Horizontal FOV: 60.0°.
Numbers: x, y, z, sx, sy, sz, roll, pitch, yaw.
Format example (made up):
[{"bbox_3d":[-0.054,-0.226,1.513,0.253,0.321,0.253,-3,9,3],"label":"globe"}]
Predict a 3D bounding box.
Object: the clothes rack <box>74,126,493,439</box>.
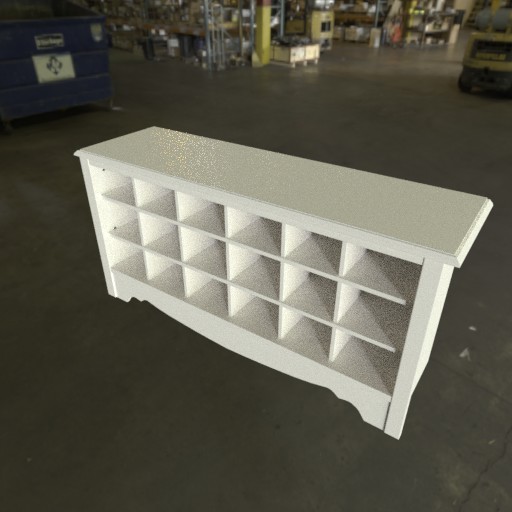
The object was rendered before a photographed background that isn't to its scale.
[{"bbox_3d":[0.000,0.000,1.321,1.120,0.531,0.324,20,36,29],"label":"clothes rack"}]
